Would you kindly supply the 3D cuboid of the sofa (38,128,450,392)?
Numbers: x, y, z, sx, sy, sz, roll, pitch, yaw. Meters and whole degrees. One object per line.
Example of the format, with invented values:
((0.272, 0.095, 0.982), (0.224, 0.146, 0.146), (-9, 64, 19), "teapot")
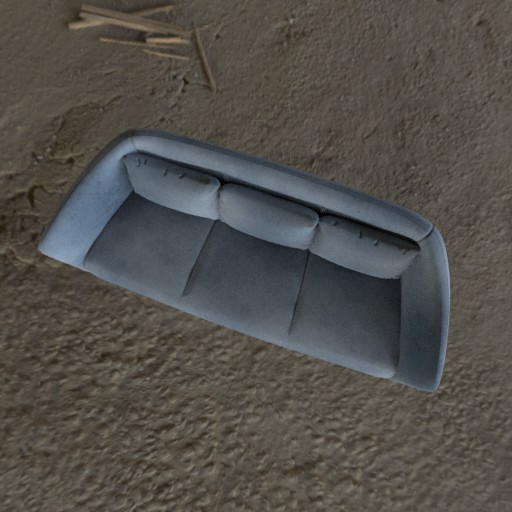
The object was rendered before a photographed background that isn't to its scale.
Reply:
((0.000, 0.000, 2.524), (2.095, 0.795, 0.849), (19, 76, 5), "sofa")
